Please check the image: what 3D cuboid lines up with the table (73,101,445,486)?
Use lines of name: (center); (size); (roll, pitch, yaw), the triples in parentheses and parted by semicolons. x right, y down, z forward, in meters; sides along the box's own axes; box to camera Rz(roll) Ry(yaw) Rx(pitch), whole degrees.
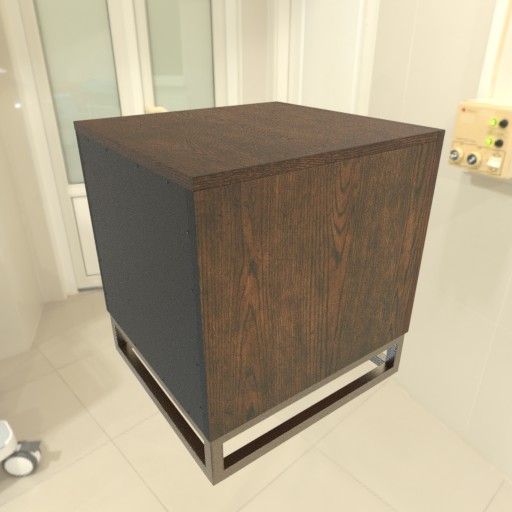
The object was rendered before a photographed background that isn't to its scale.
table: (0.000, 0.000, 1.007); (0.566, 0.582, 0.506); (-18, 31, -32)
